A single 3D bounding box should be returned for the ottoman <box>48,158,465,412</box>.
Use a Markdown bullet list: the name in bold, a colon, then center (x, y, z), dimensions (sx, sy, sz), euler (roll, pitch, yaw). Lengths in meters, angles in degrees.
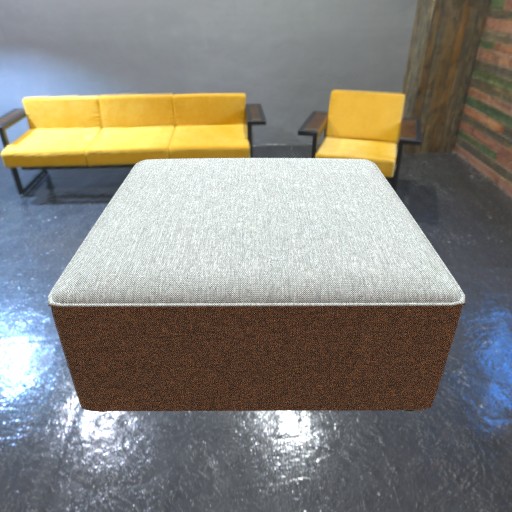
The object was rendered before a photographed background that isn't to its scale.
- **ottoman**: center (0.000, 0.000, 1.541), dimensions (1.005, 0.455, 1.005), euler (0, 31, 0)
